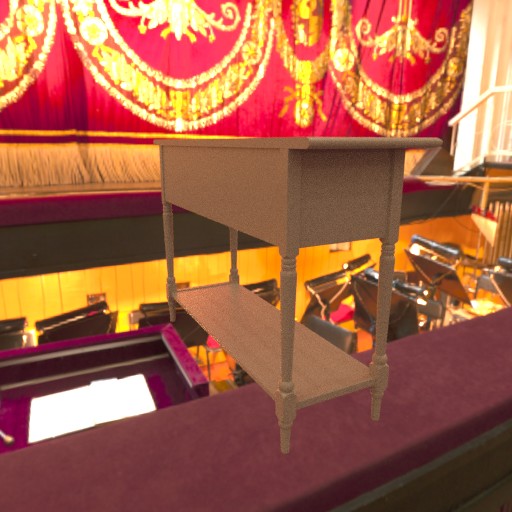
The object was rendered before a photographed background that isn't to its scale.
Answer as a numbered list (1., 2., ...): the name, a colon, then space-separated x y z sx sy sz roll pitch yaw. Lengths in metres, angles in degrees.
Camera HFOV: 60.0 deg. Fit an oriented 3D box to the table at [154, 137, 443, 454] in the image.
1. table: 0.000 0.000 1.583 0.384 0.808 1.197 -7 16 -26
